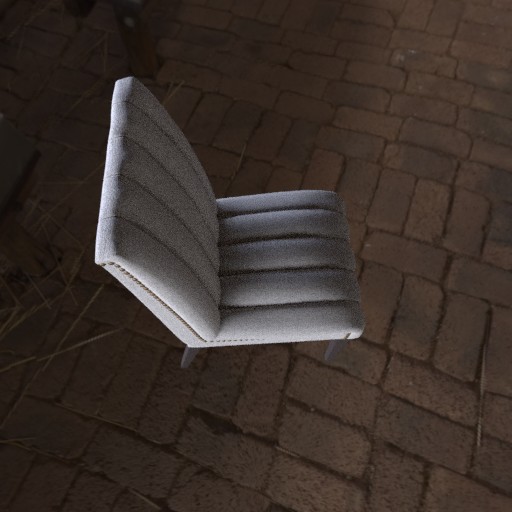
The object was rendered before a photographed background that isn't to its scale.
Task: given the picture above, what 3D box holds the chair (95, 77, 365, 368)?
[{"bbox_3d":[0.000,0.000,1.384,0.647,1.016,0.511,-3,64,-1],"label":"chair"}]
